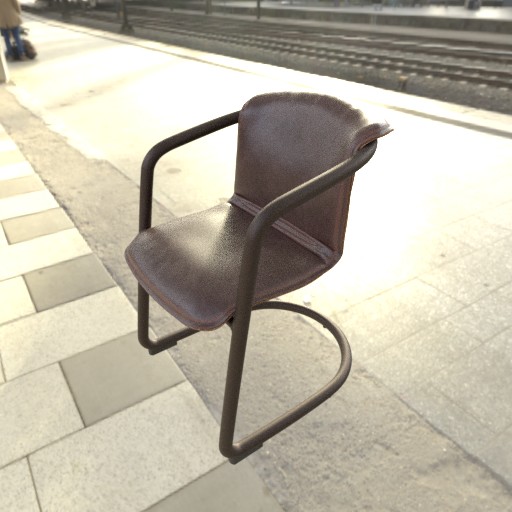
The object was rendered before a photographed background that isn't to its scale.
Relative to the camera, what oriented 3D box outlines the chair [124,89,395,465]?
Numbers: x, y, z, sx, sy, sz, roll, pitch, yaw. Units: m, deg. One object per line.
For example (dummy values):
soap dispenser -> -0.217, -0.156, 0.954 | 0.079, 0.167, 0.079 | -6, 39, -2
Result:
chair -> 0.000, 0.000, 1.261 | 0.664, 0.836, 0.536 | -21, 37, -30
